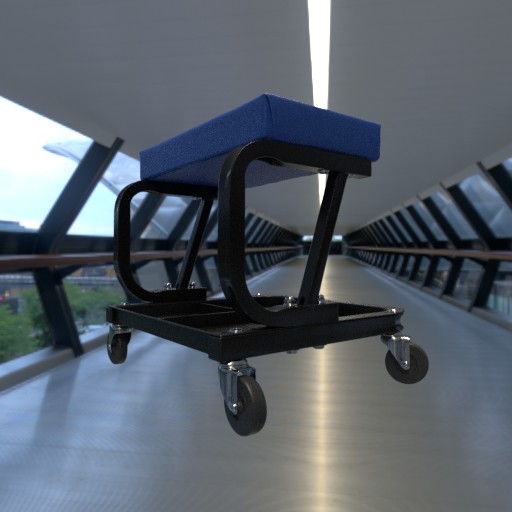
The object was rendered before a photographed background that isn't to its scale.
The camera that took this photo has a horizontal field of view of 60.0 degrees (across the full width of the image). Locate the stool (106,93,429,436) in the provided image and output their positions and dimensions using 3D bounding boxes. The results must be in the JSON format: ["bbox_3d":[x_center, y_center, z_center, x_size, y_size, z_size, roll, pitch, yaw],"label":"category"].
[{"bbox_3d":[0.000,0.000,0.725,0.371,0.380,0.446,0,0,-37],"label":"stool"}]
